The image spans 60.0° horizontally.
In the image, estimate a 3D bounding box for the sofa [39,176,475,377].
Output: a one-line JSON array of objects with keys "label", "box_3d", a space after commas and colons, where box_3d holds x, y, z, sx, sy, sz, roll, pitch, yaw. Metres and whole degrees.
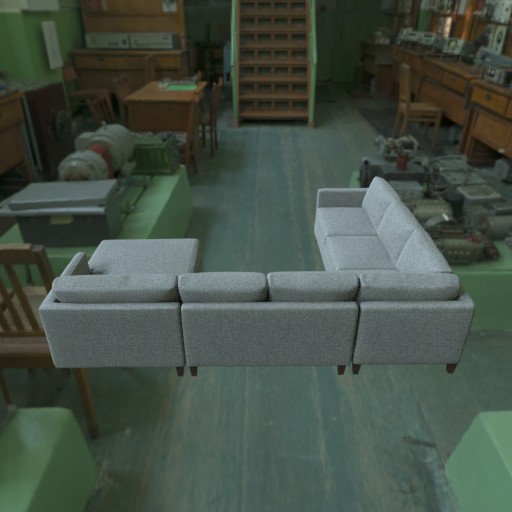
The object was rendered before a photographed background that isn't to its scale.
[{"label": "sofa", "box_3d": [0.000, 0.000, 4.665, 3.460, 0.959, 2.593, 0, 30, -1]}]
